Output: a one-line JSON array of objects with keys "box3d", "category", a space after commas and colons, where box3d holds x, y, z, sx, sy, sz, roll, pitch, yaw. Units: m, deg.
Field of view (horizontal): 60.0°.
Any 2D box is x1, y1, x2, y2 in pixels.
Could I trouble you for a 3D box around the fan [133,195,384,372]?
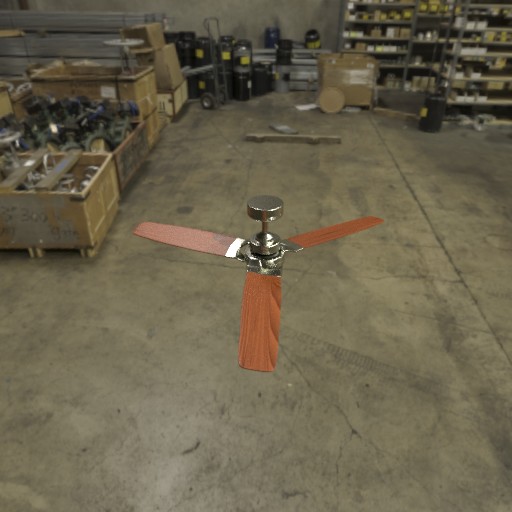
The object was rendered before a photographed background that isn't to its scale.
[{"box3d": [0.000, 0.000, 2.074, 1.416, 0.410, 1.271, 2, 32, 3], "category": "fan"}]
